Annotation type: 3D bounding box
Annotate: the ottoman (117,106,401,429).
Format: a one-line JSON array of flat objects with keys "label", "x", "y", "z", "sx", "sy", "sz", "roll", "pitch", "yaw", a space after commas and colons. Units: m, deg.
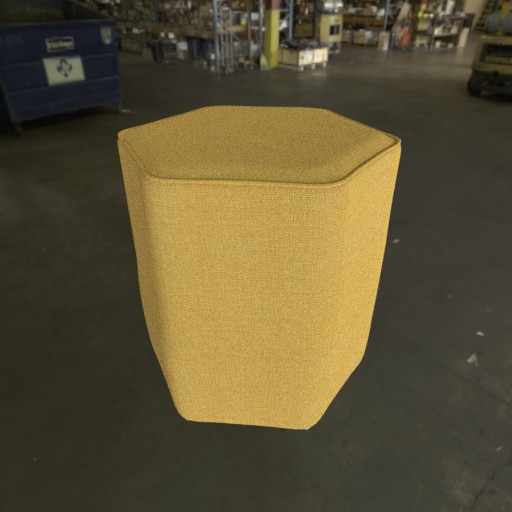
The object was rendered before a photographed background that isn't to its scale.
[{"label": "ottoman", "x": 0.000, "y": 0.000, "z": 0.884, "sx": 0.443, "sy": 0.502, "sz": 0.494, "roll": 20, "pitch": 36, "yaw": 30}]
